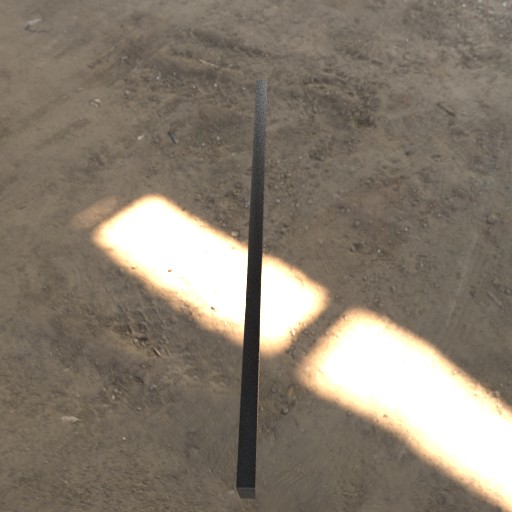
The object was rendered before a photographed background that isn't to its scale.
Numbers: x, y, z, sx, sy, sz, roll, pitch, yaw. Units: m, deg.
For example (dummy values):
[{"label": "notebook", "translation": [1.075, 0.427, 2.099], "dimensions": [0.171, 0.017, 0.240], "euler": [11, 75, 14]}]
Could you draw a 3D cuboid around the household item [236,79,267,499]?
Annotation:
[{"label": "household item", "translation": [0.000, 0.000, 1.055], "dimensions": [0.030, 0.236, 1.001], "euler": [2, 58, 1]}]
